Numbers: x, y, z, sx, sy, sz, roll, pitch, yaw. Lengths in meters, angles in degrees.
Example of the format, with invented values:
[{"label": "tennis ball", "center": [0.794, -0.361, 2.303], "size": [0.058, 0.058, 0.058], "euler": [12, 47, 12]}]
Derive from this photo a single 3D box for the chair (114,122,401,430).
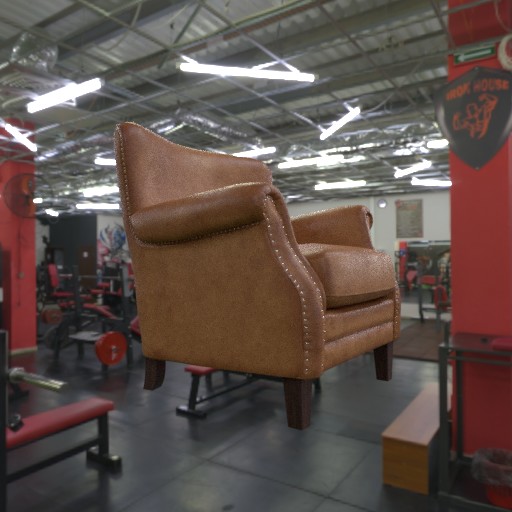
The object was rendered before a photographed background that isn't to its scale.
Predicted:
[{"label": "chair", "center": [0.000, 0.000, 1.658], "size": [0.921, 0.936, 0.861], "euler": [0, 0, 36]}]
